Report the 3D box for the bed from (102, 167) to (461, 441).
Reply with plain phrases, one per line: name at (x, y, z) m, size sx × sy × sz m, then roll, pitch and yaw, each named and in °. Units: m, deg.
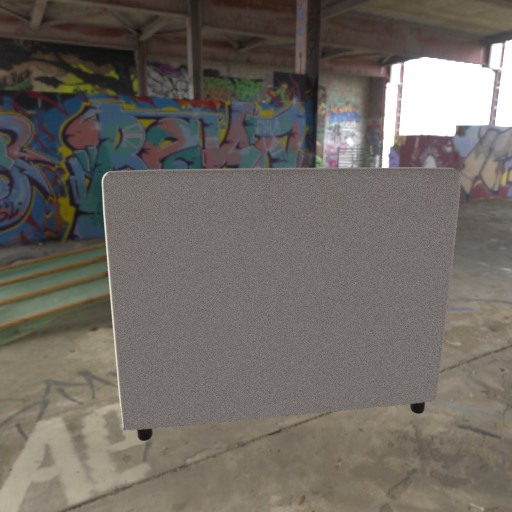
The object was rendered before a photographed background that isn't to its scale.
bed at (0.000, 0.000, 3.130) m, size 1.713 × 1.330 × 2.142 m, roll -2°, pitch 15°, yaw -9°
